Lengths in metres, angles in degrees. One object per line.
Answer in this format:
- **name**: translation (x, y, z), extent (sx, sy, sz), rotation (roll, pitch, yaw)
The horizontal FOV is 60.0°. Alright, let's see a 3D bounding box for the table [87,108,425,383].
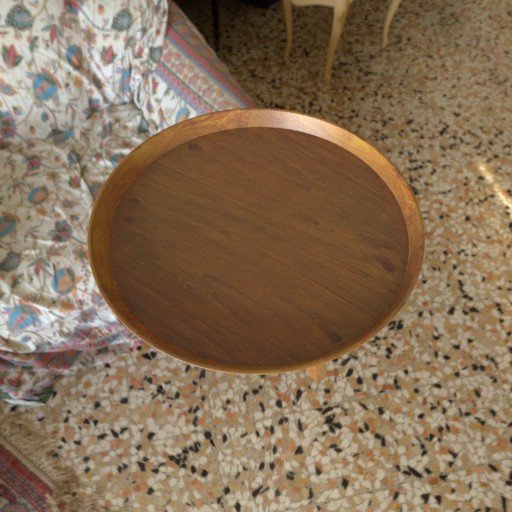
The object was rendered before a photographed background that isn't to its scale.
- **table**: translation (0.000, 0.000, 1.558), extent (1.016, 0.470, 1.016), rotation (0, 58, 0)
